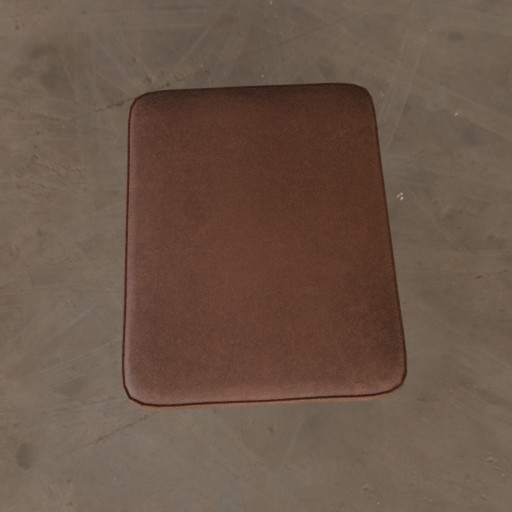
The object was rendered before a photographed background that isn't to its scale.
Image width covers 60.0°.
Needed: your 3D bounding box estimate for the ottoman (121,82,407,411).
[{"bbox_3d":[0.000,0.000,1.147,0.589,0.537,0.738,-3,76,-1],"label":"ottoman"}]
